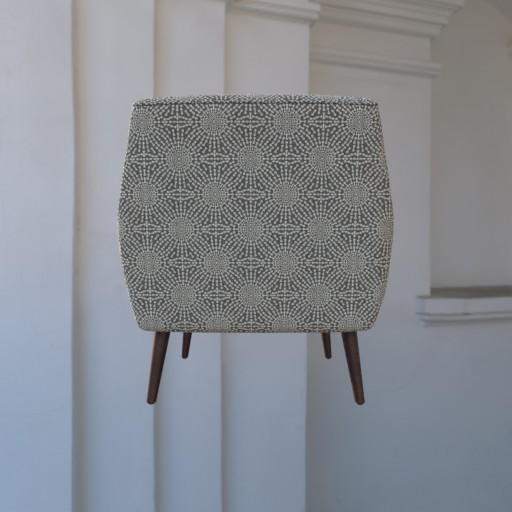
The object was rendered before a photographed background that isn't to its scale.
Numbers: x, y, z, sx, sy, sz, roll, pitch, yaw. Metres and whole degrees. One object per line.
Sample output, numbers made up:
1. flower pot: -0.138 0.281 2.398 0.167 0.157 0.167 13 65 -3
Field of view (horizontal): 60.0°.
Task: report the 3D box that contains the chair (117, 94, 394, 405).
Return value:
1. chair: 0.000 0.000 1.486 0.762 0.838 0.787 0 0 0
